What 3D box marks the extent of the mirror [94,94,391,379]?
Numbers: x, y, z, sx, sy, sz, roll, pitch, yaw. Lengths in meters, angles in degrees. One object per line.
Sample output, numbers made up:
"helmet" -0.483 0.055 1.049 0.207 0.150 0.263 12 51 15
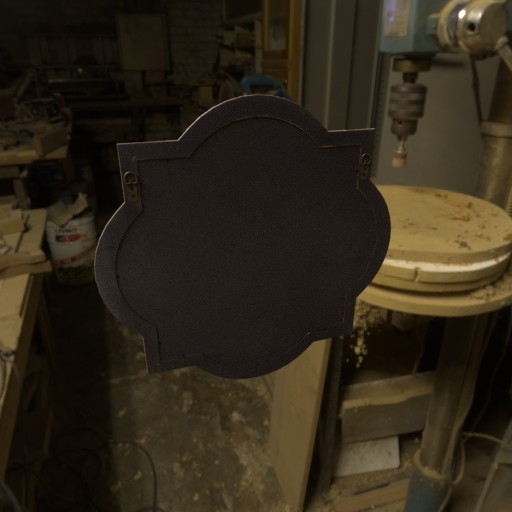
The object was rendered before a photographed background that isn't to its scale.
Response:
"mirror" 0.000 0.000 1.023 0.686 0.686 0.019 -8 27 -16
